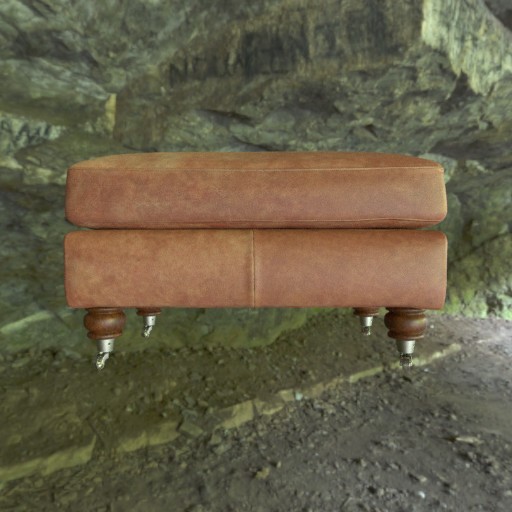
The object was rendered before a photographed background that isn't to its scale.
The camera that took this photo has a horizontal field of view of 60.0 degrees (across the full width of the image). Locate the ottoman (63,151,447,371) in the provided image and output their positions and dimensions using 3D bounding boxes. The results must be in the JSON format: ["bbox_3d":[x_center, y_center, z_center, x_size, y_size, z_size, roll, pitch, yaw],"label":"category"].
[{"bbox_3d":[0.000,0.000,1.205,0.852,0.507,0.565,0,0,1],"label":"ottoman"}]
